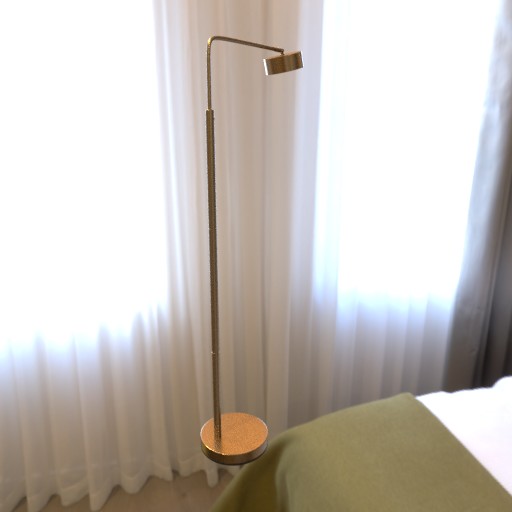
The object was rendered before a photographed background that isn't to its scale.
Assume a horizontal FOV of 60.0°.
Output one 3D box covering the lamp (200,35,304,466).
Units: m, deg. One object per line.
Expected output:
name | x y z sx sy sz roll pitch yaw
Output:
lamp | 0.000 0.000 1.373 0.418 1.230 0.219 -14 20 -43
